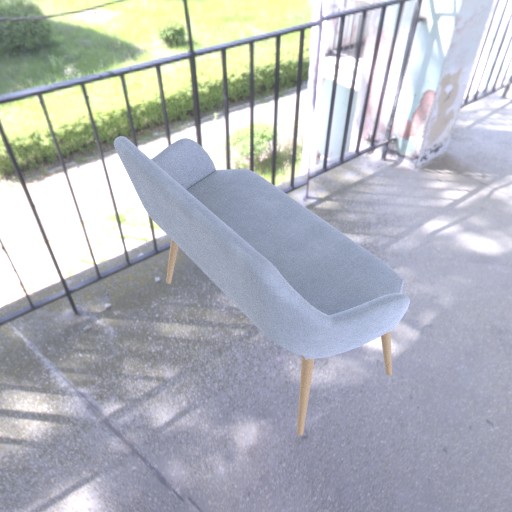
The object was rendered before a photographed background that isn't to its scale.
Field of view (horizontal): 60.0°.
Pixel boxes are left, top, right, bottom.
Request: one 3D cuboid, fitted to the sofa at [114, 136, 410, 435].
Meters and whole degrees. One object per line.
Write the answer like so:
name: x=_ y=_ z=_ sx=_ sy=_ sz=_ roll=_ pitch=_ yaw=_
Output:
sofa: x=0.000 y=0.000 z=1.647 sx=0.610 sy=0.840 sz=1.150 roll=-28 pitch=50 yaw=-27
